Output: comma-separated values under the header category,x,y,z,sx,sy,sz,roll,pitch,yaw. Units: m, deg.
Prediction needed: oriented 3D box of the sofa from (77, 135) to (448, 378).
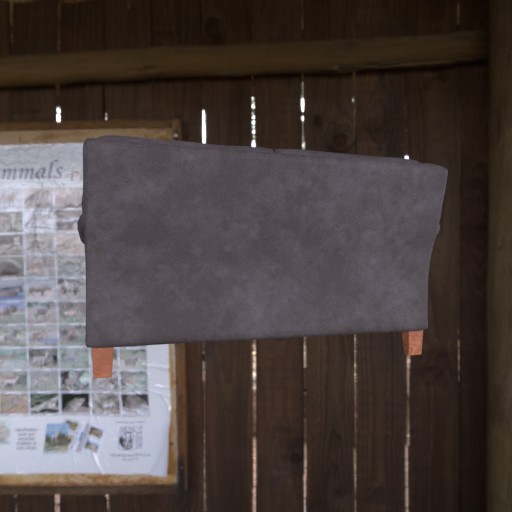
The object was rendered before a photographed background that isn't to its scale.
category,x,y,z,sx,sy,sz,roll,pitch,yaw
sofa,0.000,0.000,2.539,1.853,1.101,1.084,0,-1,-17
